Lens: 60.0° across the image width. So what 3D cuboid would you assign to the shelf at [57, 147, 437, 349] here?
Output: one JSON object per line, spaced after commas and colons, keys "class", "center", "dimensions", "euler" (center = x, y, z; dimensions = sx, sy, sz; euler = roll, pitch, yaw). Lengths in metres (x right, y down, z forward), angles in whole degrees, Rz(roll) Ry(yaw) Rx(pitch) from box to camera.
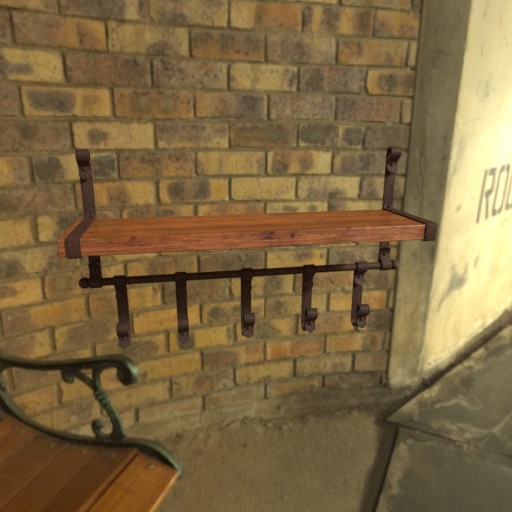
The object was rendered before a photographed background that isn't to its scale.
{"class": "shelf", "center": [0.000, 0.000, 0.705], "dimensions": [0.567, 0.330, 0.146], "euler": [-3, 16, -11]}
